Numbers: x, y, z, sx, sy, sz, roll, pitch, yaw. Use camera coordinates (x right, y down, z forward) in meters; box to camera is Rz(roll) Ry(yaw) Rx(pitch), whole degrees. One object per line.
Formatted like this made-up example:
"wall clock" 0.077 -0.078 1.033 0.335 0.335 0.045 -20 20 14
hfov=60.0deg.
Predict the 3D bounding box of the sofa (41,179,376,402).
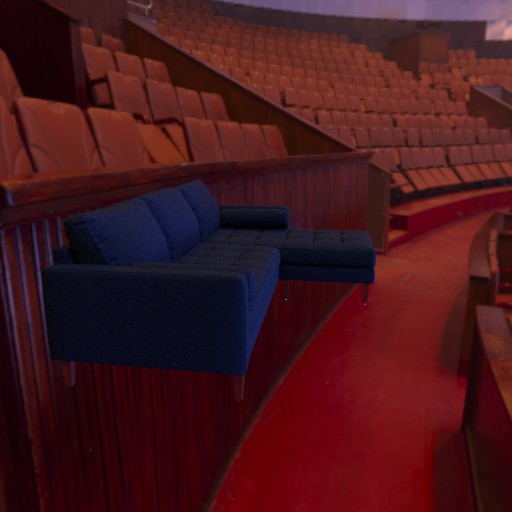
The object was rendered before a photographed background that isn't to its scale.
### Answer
"sofa" 0.000 0.000 2.911 1.613 0.841 2.185 2 15 9
